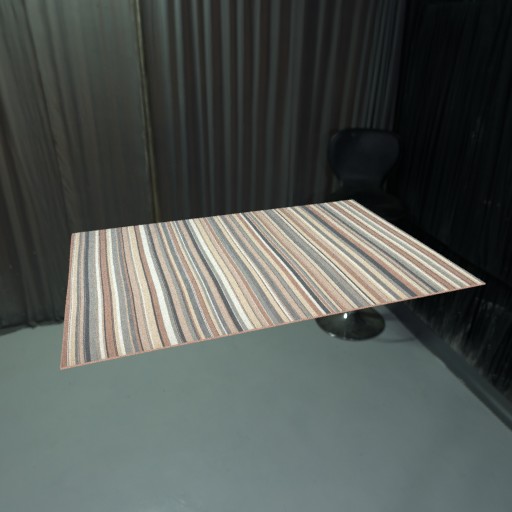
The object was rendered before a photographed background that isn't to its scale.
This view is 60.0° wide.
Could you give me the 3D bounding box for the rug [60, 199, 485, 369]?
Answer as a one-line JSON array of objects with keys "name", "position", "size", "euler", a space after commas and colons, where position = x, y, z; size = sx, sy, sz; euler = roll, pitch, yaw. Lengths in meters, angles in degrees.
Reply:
[{"name": "rug", "position": [0.000, 0.000, 2.298], "size": [1.829, 0.008, 1.219], "euler": [-9, 28, -17]}]
